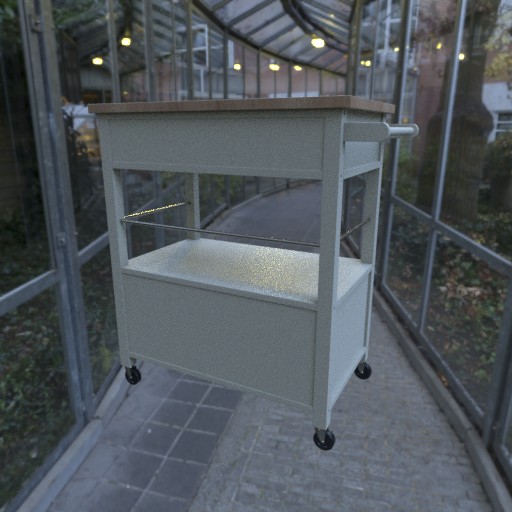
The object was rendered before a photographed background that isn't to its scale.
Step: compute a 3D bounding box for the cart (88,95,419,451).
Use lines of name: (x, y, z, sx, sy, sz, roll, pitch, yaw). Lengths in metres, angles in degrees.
cart: (0.000, 0.000, 1.389, 0.840, 0.901, 0.459, 8, 18, 27)
